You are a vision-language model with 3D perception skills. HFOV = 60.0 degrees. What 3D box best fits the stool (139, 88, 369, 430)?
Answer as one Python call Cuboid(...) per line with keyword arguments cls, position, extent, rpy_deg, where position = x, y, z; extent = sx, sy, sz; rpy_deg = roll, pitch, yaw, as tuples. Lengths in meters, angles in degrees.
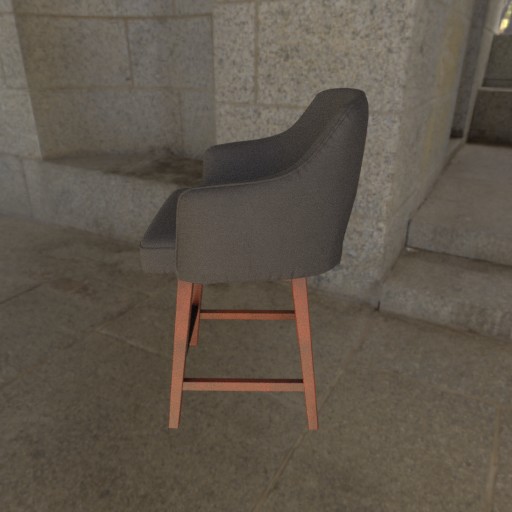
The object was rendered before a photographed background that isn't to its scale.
Cuboid(cls="stool", position=(0.000, 0.000, 1.296), extent=(0.558, 0.912, 0.548), rpy_deg=(0, 24, 1))
